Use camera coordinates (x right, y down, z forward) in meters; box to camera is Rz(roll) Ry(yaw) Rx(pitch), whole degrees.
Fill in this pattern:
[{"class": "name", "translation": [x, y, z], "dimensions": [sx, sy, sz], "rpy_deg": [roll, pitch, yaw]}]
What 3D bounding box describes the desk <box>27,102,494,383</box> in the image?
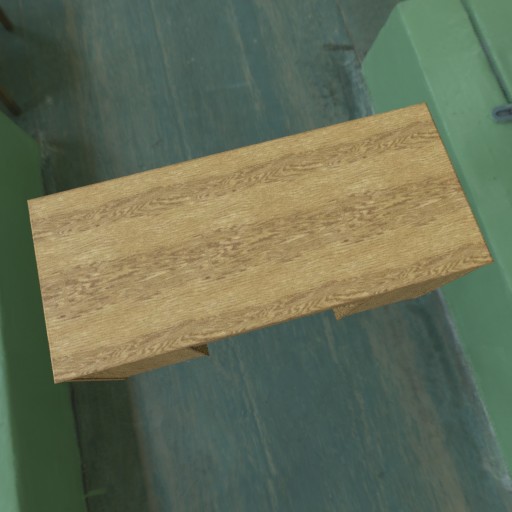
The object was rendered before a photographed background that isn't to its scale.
[{"class": "desk", "translation": [0.000, 0.000, 1.964], "dimensions": [1.567, 0.751, 0.685], "rpy_deg": [-15, 75, -4]}]
